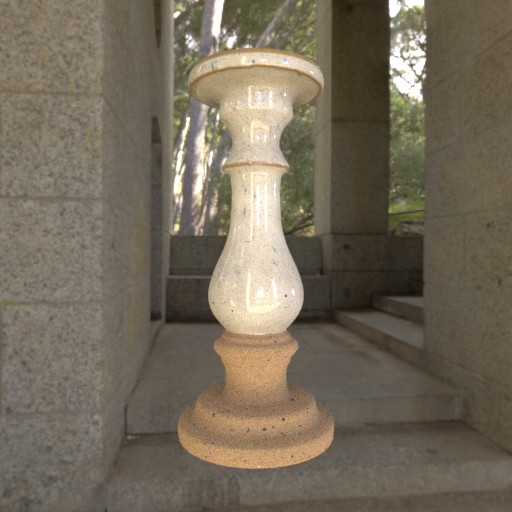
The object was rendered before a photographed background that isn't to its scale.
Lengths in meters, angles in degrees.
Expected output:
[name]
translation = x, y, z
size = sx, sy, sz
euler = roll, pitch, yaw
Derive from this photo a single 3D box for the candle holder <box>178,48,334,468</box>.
[candle holder]
translation = 0.000, 0.000, 0.252
size = 0.088, 0.203, 0.088
euler = 0, 1, 0
